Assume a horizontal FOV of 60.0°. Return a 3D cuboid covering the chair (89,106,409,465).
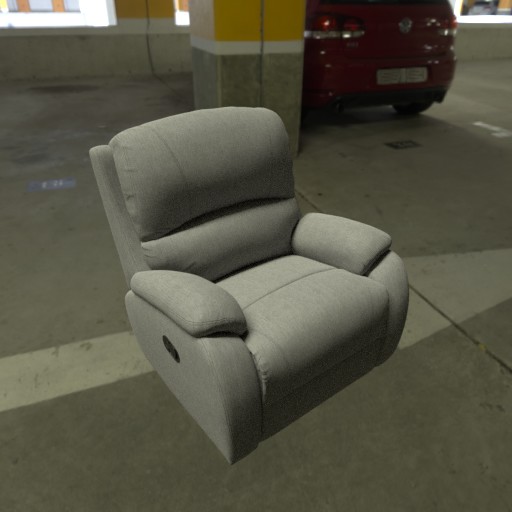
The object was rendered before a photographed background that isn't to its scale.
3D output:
[{"bbox_3d":[0.000,0.000,1.735,0.930,1.011,0.899,-21,36,-33],"label":"chair"}]
